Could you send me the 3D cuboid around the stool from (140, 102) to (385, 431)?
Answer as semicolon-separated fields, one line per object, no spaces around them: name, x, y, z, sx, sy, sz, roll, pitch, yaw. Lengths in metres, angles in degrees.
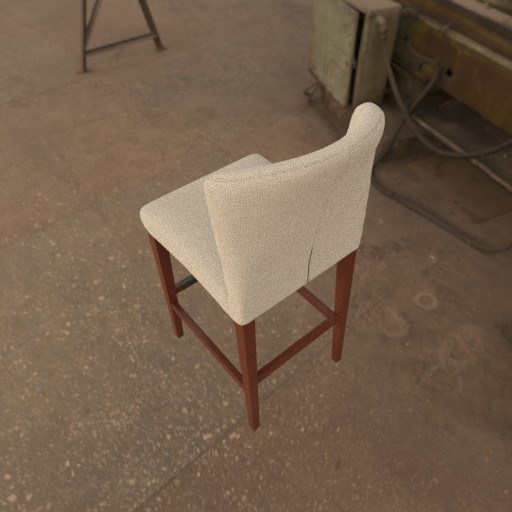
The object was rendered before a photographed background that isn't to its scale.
stool;0.000;0.000;1.383;0.481;1.069;0.568;-31;54;-26
